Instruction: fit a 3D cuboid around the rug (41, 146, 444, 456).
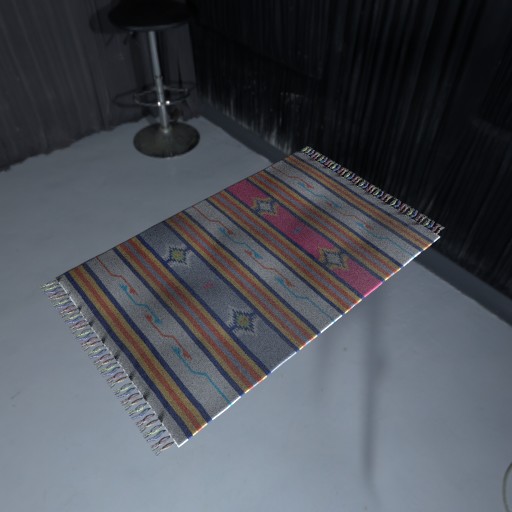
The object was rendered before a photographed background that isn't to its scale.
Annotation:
[{"bbox_3d":[0.000,0.000,2.286,1.849,0.013,1.084,-32,55,-26],"label":"rug"}]
